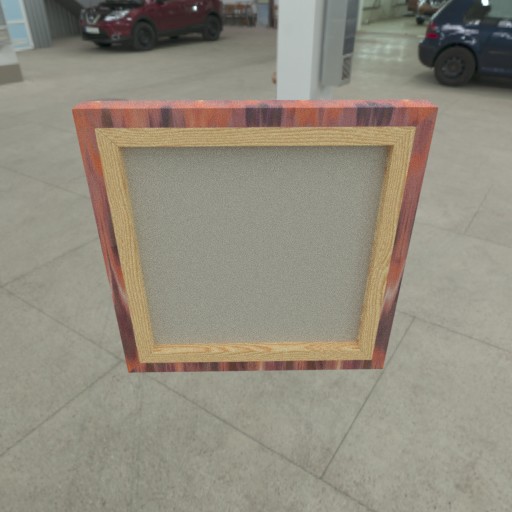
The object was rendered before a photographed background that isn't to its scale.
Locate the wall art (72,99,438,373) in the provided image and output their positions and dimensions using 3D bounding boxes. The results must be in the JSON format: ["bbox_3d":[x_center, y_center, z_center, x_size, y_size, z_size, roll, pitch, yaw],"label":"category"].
[{"bbox_3d":[0.000,0.000,0.609,0.403,0.406,0.038,-1,32,-1],"label":"wall art"}]
